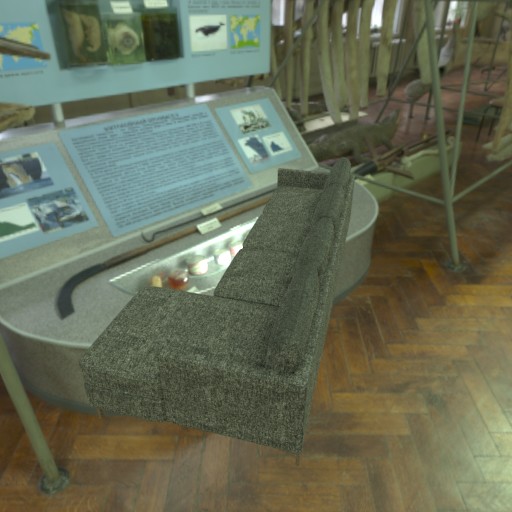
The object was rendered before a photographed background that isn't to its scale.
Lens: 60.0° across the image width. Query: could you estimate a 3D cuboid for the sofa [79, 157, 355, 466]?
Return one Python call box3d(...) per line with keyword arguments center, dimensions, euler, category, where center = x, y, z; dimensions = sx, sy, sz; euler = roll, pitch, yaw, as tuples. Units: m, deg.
box3d(center=(0.000, 0.000, 4.090), dimensions=(1.488, 0.970, 3.384), euler=(8, 32, 13), category="sofa")
